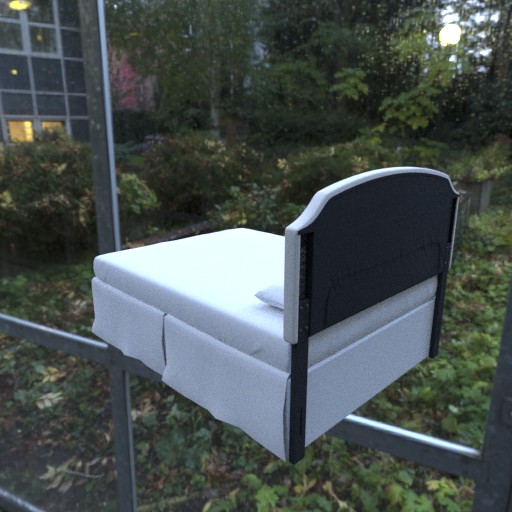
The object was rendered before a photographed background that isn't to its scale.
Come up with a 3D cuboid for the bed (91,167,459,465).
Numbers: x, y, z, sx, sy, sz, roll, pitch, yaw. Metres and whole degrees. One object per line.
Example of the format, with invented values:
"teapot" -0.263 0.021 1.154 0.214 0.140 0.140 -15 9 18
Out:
"bed" 0.000 0.000 2.988 1.558 1.270 1.999 -15 21 -42
